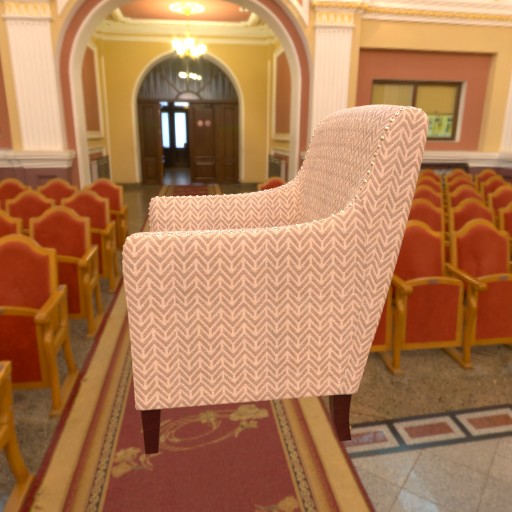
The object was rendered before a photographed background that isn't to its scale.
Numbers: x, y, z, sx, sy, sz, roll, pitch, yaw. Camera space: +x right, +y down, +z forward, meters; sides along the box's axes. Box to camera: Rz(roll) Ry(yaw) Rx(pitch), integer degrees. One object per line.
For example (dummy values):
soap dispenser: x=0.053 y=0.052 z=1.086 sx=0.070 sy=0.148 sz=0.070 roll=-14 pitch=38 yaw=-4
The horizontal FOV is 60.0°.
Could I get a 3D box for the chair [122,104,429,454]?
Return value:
chair: x=0.000 y=0.000 z=1.270 sx=0.651 sy=0.816 sz=0.623 roll=-2 pitch=16 yaw=-7
